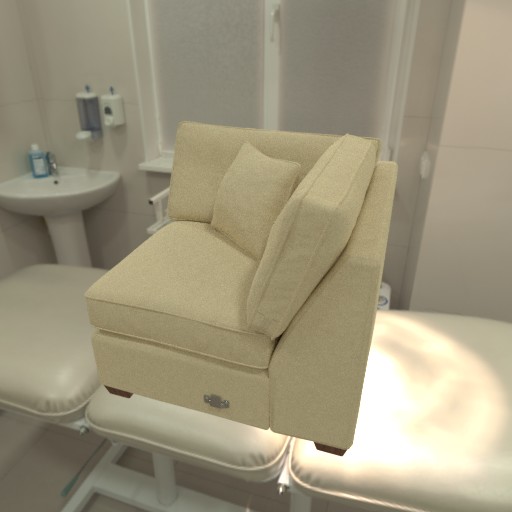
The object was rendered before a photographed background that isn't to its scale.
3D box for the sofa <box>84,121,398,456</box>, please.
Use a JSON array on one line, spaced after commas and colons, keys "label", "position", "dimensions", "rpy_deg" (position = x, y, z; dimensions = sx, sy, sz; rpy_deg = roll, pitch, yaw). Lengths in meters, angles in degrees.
[{"label": "sofa", "position": [0.000, 0.000, 1.963], "dimensions": [1.084, 1.002, 1.146], "rpy_deg": [9, 28, 16]}]
